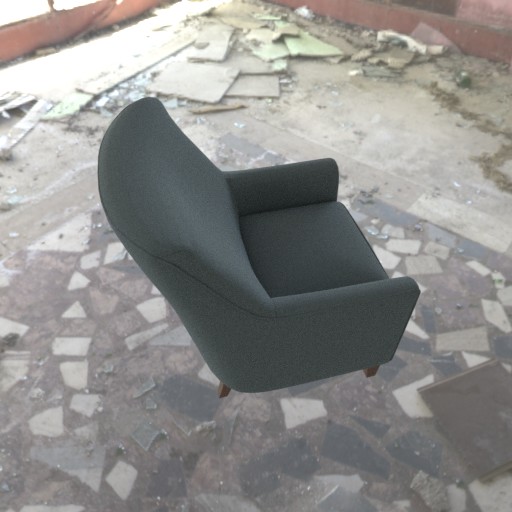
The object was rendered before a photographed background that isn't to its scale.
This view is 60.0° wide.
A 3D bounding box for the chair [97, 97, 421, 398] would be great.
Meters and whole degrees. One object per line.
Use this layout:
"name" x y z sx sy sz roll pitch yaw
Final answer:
"chair" 0.000 0.000 1.577 0.879 0.916 0.756 -10 47 -10
